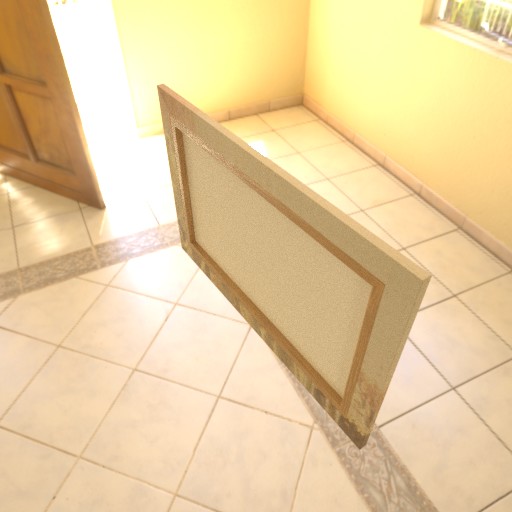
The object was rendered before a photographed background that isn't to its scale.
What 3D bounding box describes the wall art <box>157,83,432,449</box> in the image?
[{"bbox_3d":[0.000,0.000,1.940,0.038,1.012,1.525,-26,49,-25],"label":"wall art"}]
